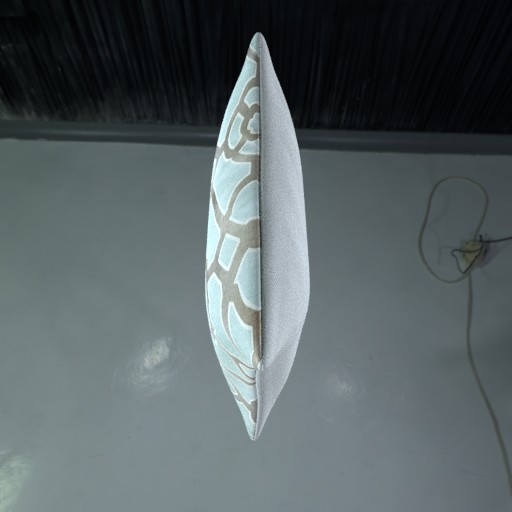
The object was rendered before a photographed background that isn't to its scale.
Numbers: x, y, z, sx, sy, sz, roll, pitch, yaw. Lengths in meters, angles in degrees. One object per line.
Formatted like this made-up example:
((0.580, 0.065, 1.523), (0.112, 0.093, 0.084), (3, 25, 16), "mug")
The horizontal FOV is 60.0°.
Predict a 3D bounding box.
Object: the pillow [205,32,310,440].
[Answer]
((0.000, 0.000, 0.797), (0.166, 0.508, 0.552), (0, 60, 0), "pillow")
